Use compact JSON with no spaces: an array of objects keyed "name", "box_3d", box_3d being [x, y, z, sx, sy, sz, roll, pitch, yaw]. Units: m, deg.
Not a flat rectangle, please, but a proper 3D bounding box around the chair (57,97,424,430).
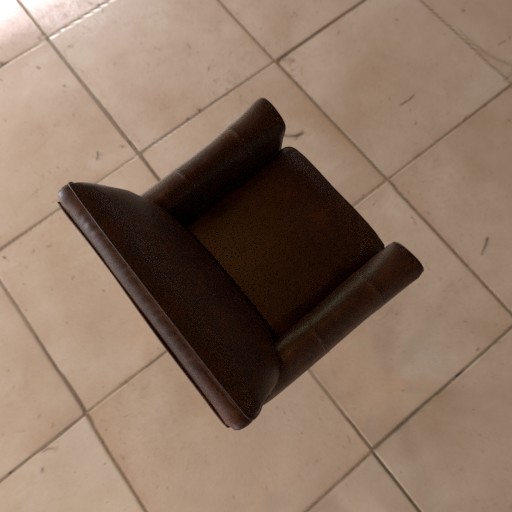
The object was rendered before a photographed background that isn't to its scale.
[{"name":"chair","box_3d":[0.000,0.000,1.658,0.823,0.943,0.870,-38,78,-9]}]
